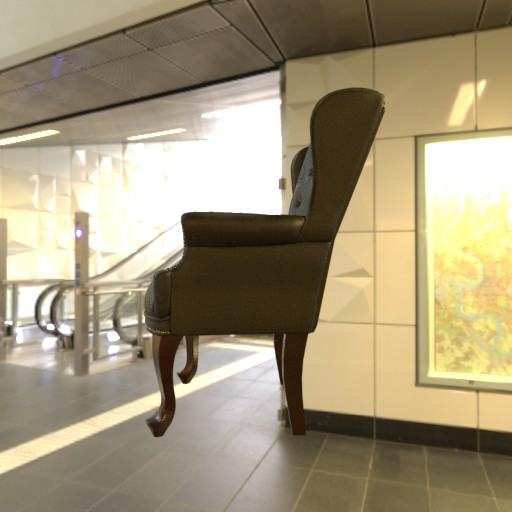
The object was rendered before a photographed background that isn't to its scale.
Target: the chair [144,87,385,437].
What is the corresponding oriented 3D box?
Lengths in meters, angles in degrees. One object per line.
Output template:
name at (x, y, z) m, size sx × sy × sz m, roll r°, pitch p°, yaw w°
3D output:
chair at (0.000, 0.000, 1.702) m, size 0.822 × 1.133 × 0.831 m, roll 0°, pitch -1°, yaw -1°
